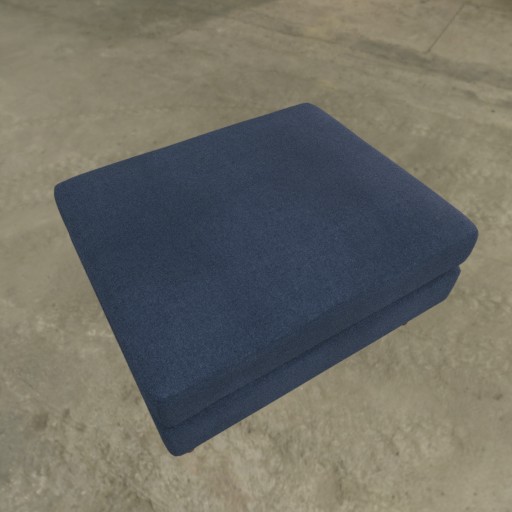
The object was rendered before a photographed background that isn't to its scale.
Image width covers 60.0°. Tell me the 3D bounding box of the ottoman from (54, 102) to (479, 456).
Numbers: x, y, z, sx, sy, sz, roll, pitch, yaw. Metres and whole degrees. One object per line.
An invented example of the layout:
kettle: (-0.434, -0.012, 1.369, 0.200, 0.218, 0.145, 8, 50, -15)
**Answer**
ottoman: (0.000, 0.000, 1.198, 0.821, 0.474, 0.693, -24, 52, -20)
